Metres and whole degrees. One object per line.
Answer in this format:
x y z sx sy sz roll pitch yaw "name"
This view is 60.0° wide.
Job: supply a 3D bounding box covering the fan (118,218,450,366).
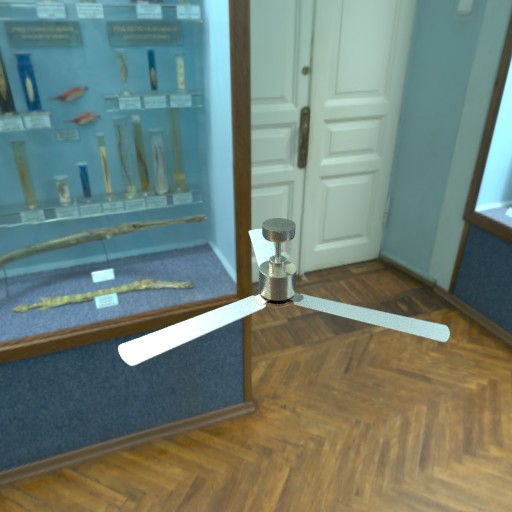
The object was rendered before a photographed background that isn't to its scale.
0.000 0.000 2.446 1.561 0.446 1.531 -9 29 -17 "fan"
